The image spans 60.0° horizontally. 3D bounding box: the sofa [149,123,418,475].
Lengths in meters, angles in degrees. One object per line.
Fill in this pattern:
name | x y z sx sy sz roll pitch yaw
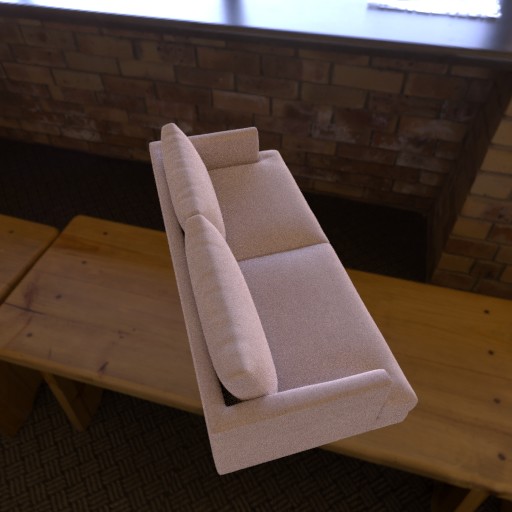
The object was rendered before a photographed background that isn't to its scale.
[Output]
sofa | 0.000 0.000 2.775 1.020 0.868 2.250 -12 48 -11
